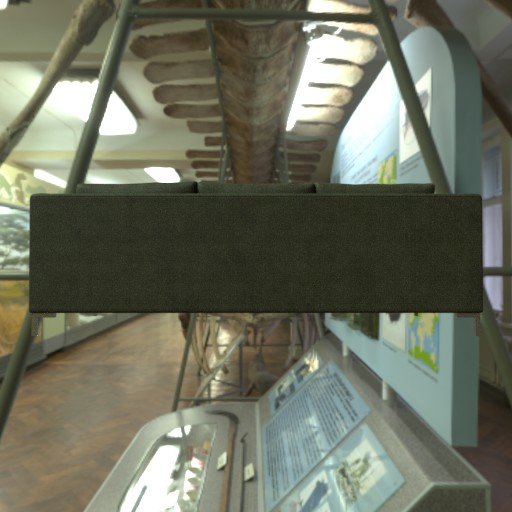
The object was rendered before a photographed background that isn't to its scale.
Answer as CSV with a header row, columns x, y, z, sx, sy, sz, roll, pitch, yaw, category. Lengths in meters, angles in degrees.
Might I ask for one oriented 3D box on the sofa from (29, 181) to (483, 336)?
x,y,z,sx,sy,sz,roll,pitch,yaw,category
0.000,0.000,2.832,2.415,0.867,0.969,0,-1,0,sofa
